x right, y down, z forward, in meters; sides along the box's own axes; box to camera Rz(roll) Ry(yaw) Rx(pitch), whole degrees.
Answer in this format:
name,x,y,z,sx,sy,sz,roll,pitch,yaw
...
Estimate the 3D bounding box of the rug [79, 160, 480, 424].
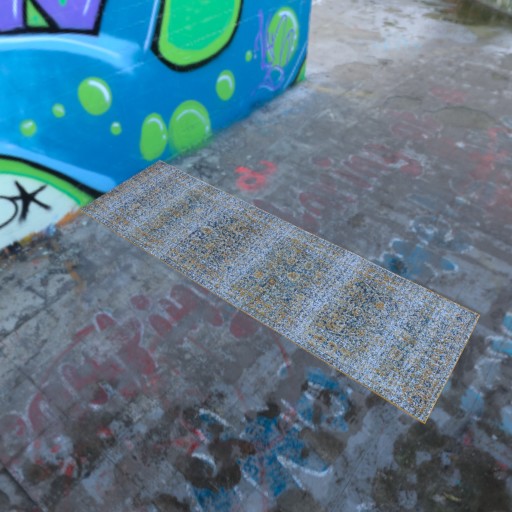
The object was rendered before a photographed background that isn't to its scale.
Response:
name,x,y,z,sx,sy,sz,roll,pitch,yaw
rug,0.000,0.000,2.513,2.294,0.014,0.704,28,52,25
